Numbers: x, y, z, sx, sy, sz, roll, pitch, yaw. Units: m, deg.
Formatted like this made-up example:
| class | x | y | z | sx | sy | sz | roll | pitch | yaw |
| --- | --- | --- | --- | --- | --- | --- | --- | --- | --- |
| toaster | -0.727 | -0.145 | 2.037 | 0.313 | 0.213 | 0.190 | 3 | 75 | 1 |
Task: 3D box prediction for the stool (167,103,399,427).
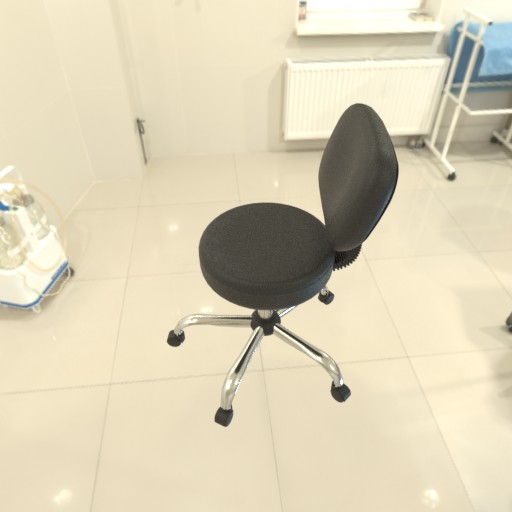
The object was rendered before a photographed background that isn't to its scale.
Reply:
| class | x | y | z | sx | sy | sz | roll | pitch | yaw |
| --- | --- | --- | --- | --- | --- | --- | --- | --- | --- |
| stool | 0.000 | 0.000 | 1.349 | 0.648 | 0.862 | 0.673 | 1 | 42 | 1 |
